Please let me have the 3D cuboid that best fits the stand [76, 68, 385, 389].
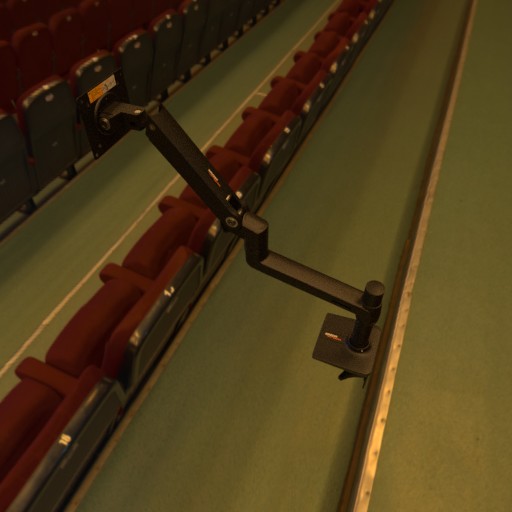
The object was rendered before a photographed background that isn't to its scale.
[{"bbox_3d":[0.000,0.000,1.027,0.650,0.713,0.152,16,49,15],"label":"stand"}]
